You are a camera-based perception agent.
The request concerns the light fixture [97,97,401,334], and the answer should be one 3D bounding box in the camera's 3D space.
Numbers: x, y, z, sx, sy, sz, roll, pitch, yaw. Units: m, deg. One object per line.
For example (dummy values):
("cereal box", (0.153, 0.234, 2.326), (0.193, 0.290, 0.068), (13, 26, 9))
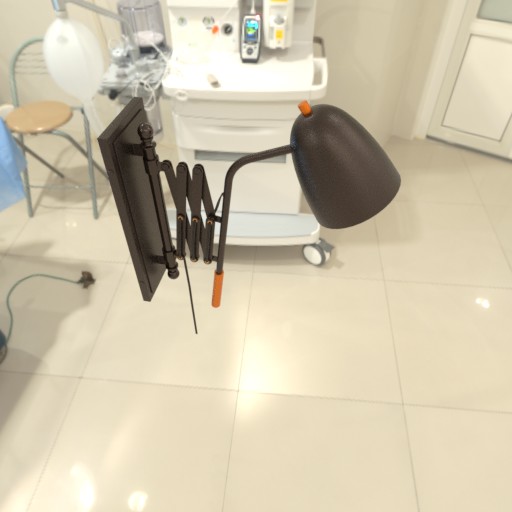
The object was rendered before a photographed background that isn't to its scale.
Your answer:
("light fixture", (0.000, 0.000, 0.950), (0.499, 0.715, 0.162), (9, 46, 8))
